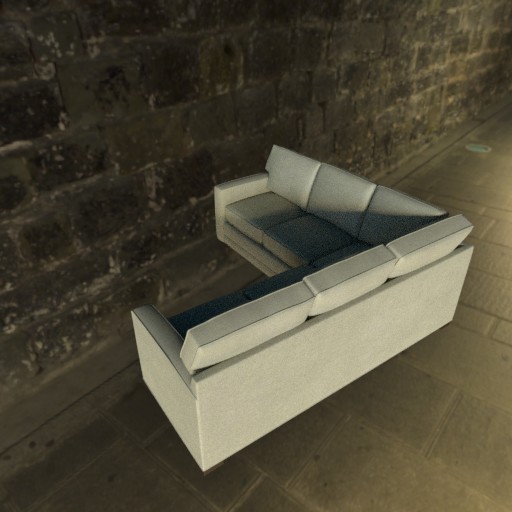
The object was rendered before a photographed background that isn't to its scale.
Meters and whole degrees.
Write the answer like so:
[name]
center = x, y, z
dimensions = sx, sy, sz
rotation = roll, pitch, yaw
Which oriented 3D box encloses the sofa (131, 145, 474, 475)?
[sofa]
center = 0.000, 0.000, 3.404
dimensions = 2.211, 0.936, 2.188
rotation = -20, 37, -30
